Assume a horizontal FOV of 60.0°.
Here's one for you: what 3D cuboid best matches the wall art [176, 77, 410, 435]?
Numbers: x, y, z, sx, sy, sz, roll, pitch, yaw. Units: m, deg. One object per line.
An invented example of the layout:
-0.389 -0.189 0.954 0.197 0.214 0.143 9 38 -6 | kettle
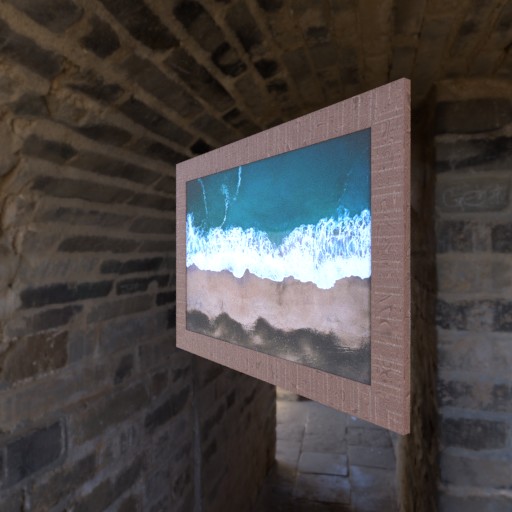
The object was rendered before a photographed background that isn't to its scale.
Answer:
0.000 0.000 1.155 0.019 0.626 0.917 0 0 -35 | wall art
